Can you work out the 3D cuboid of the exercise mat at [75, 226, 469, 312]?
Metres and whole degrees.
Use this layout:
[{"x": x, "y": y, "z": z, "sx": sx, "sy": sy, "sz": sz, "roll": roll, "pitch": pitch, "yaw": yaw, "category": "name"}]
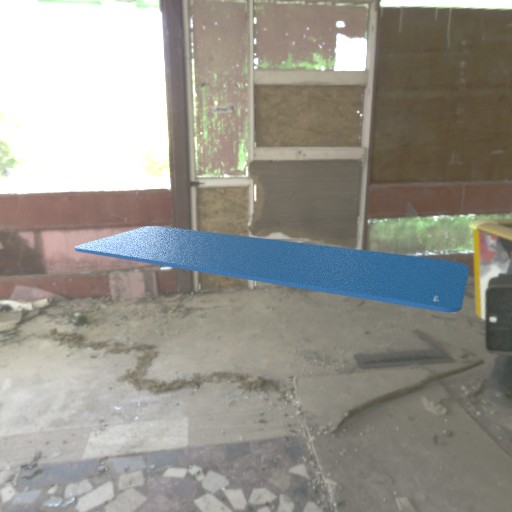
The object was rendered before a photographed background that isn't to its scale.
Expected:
[{"x": 0.000, "y": 0.000, "z": 2.159, "sx": 1.869, "sy": 0.021, "sz": 0.616, "roll": 8, "pitch": 18, "yaw": 26, "category": "exercise mat"}]
